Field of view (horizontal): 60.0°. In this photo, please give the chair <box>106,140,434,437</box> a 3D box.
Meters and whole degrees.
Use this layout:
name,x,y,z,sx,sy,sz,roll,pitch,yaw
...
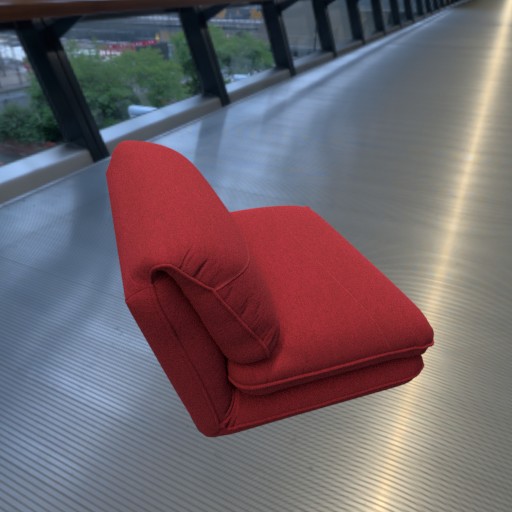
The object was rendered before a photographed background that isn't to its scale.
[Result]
name,x,y,z,sx,sy,sz,roll,pitch,yaw
chair,0.000,0.000,1.342,0.780,0.580,0.820,-10,32,-16
